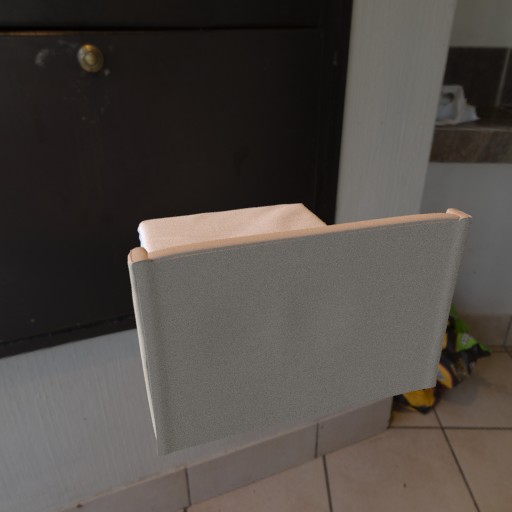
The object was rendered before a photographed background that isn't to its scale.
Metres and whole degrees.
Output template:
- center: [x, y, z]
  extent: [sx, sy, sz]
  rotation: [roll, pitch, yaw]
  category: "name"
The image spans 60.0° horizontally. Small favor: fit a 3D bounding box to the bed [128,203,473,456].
- center: [0.000, 0.000, 3.512]
  extent: [1.925, 1.332, 2.276]
  rotation: [-8, 28, -15]
  category: "bed"
